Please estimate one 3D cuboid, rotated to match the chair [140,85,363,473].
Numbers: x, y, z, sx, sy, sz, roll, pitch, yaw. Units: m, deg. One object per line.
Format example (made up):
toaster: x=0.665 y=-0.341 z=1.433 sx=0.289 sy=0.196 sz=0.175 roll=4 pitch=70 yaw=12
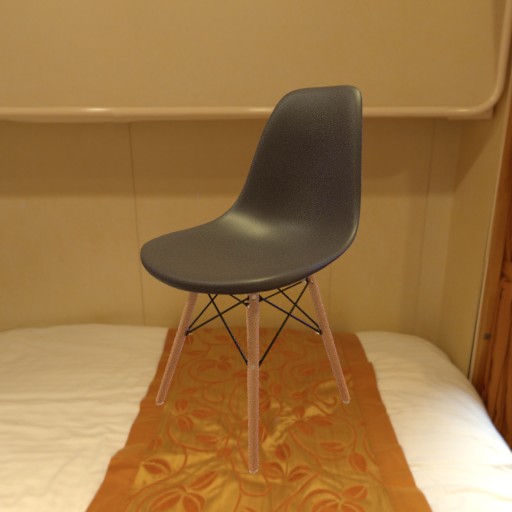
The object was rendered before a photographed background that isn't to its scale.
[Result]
chair: x=0.000 y=0.000 z=1.108 sx=0.470 sy=0.825 sz=0.533 roll=15 pitch=22 yaw=42
